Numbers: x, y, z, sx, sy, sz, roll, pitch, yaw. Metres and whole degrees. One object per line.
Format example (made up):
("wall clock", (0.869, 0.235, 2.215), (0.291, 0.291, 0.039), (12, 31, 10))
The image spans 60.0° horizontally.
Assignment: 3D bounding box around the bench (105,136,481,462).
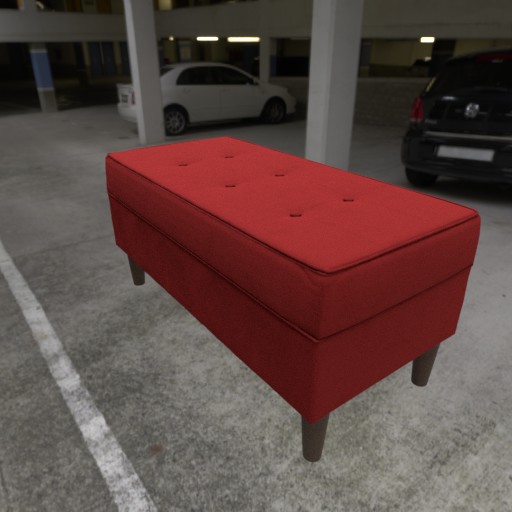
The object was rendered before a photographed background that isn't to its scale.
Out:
("bench", (0.000, 0.000, 1.271), (0.492, 0.471, 1.016), (-18, 32, -32))
